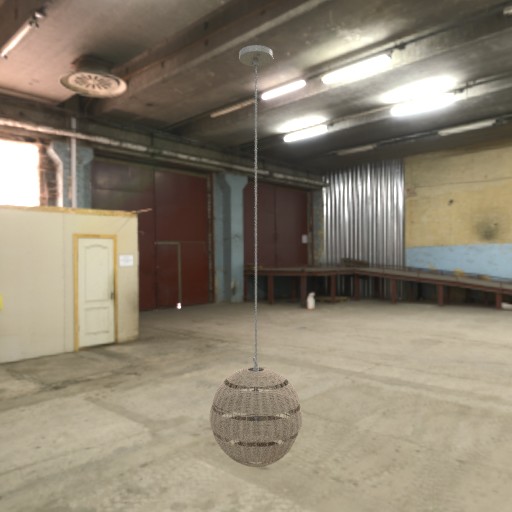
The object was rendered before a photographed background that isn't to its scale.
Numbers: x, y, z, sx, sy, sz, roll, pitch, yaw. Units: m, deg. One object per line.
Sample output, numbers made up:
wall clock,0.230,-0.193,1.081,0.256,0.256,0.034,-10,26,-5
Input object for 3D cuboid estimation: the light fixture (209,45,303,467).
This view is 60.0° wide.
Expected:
light fixture,0.000,0.000,2.197,0.457,2.019,0.457,0,-1,-18
